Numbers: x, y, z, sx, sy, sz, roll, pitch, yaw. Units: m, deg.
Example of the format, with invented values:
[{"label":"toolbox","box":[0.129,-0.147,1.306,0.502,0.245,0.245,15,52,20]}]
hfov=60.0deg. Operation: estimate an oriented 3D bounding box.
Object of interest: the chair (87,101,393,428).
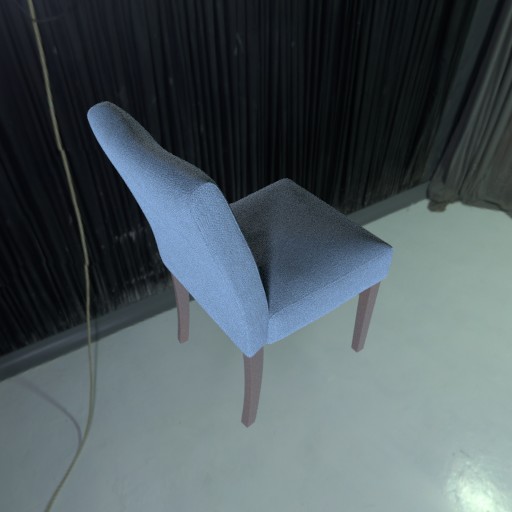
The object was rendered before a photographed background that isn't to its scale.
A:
[{"label":"chair","box":[0.000,0.000,1.244,0.629,0.882,0.487,-27,48,-27]}]
